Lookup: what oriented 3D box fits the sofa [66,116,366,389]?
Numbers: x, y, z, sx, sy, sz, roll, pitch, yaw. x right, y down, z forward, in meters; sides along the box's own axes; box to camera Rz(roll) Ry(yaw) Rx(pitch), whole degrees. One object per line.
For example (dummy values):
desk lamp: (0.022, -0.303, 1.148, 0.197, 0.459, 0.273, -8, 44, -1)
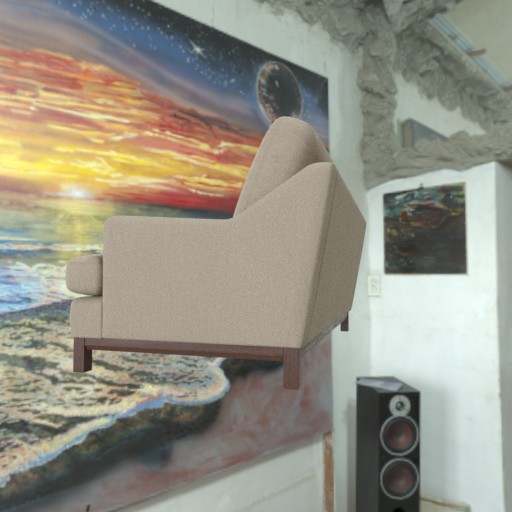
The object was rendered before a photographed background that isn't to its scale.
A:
sofa: (0.000, 0.000, 2.255, 1.004, 0.910, 1.619, -1, -3, 17)
